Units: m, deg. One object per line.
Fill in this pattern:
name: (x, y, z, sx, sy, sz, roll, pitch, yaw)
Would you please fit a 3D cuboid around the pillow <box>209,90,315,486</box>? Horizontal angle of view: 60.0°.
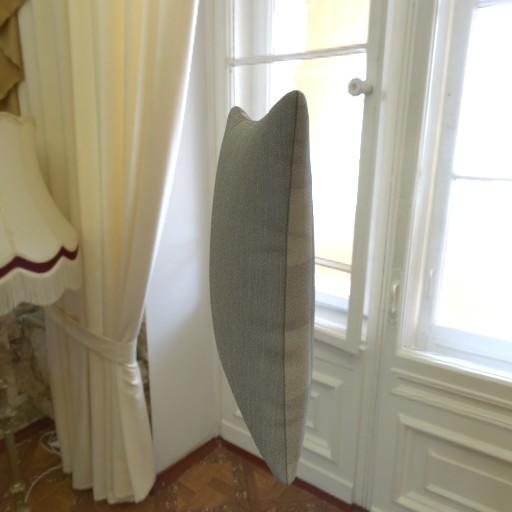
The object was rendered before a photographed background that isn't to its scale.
pillow: (0.000, 0.000, 0.768, 0.161, 0.509, 0.511, -3, 17, -9)
